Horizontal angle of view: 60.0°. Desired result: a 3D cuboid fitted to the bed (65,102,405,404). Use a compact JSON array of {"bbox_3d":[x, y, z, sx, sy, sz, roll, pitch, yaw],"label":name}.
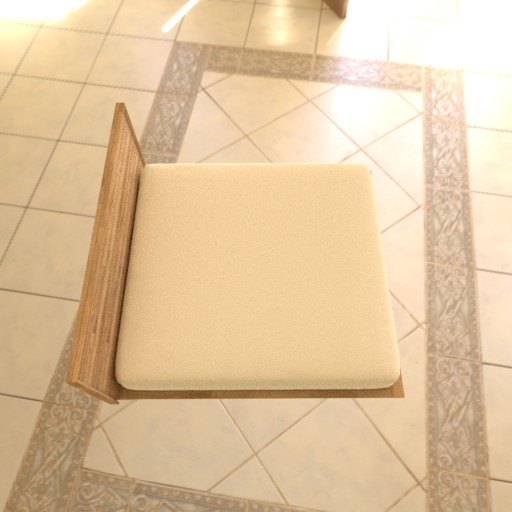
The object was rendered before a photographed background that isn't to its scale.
[{"bbox_3d":[0.000,0.000,3.450,2.167,1.100,2.116,0,64,0],"label":"bed"}]
